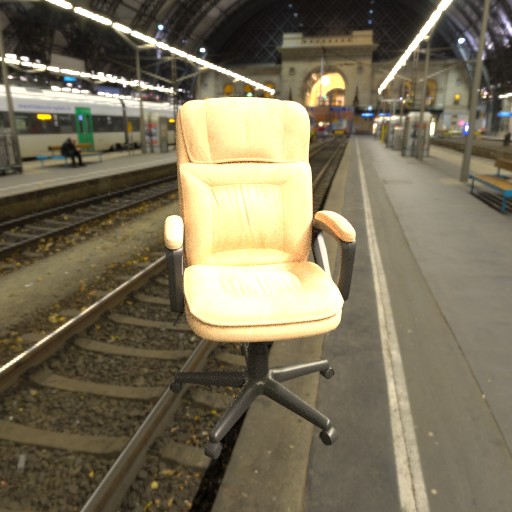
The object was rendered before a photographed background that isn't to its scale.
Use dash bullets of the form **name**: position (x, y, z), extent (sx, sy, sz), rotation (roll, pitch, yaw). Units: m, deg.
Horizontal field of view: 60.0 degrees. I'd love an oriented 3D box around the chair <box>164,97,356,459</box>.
- **chair**: position (0.000, 0.000, 1.585), extent (0.667, 1.105, 0.724), rotation (-3, 17, -9)
